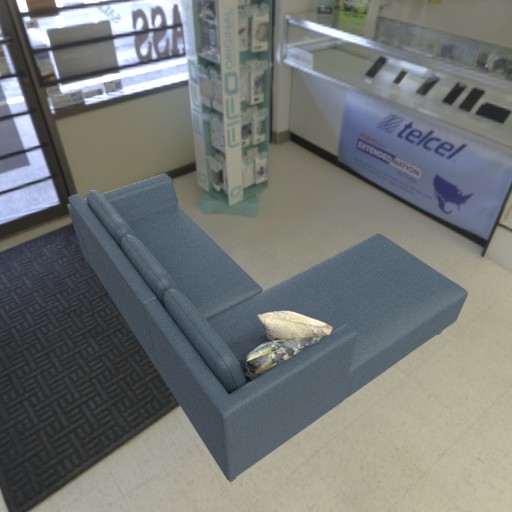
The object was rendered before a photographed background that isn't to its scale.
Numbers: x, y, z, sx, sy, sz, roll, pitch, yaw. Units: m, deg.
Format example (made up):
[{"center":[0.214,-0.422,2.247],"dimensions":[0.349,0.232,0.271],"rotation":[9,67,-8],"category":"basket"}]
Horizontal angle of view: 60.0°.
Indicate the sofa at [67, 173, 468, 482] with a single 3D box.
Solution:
[{"center":[0.000,0.000,3.046],"dimensions":[1.829,0.787,2.120],"rotation":[-25,46,-26],"category":"sofa"}]
